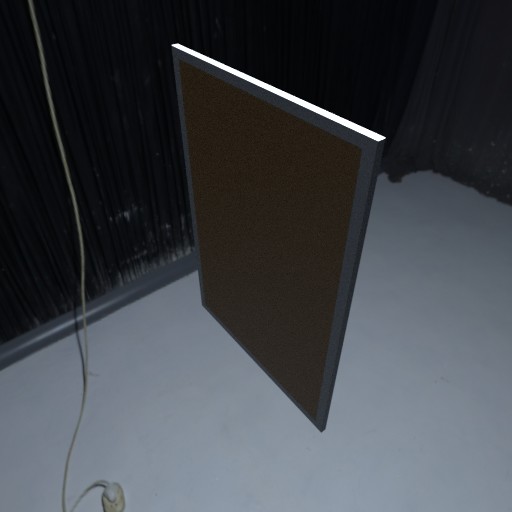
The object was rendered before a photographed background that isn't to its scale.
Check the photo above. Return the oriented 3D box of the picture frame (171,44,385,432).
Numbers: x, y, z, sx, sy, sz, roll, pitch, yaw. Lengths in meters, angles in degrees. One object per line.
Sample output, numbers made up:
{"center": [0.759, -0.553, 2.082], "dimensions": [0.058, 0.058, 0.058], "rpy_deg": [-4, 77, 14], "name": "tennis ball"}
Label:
{"center": [0.000, 0.000, 0.847], "dimensions": [0.013, 0.657, 0.457], "rpy_deg": [-27, 48, -28], "name": "picture frame"}
